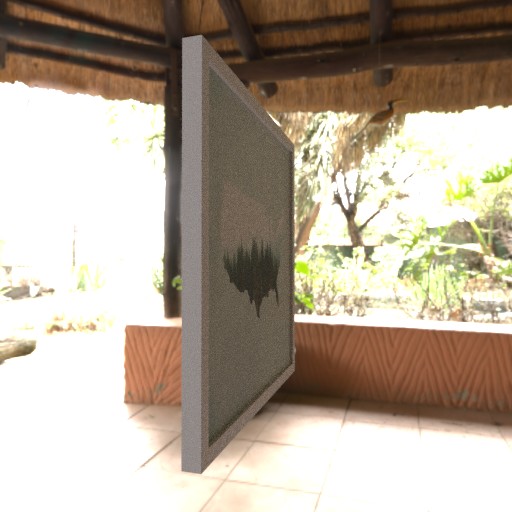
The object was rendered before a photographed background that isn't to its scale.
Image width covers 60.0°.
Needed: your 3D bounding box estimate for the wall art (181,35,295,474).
[{"bbox_3d":[0.000,0.000,1.138,0.038,0.762,0.762,0,-1,17],"label":"wall art"}]
